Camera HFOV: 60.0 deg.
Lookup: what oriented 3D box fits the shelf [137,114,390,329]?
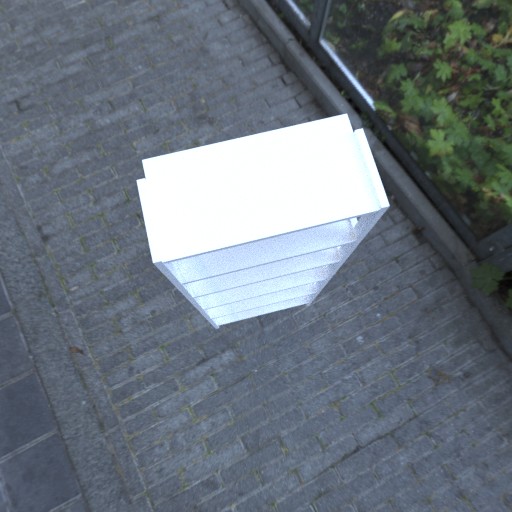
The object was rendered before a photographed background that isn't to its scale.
[{"bbox_3d":[0.000,0.000,2.144,0.660,1.892,0.381,-14,76,-4],"label":"shelf"}]
